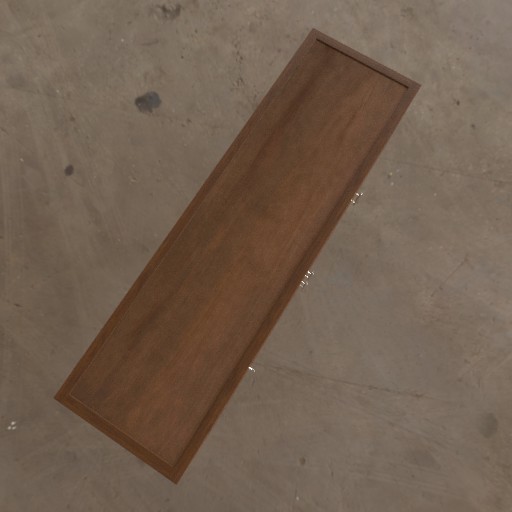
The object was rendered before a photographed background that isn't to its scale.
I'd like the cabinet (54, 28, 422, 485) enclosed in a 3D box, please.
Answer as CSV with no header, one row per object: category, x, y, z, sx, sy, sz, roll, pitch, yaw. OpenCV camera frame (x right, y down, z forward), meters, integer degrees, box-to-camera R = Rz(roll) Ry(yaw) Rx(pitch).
cabinet,0.000,0.000,2.010,0.522,0.820,1.708,31,79,7
